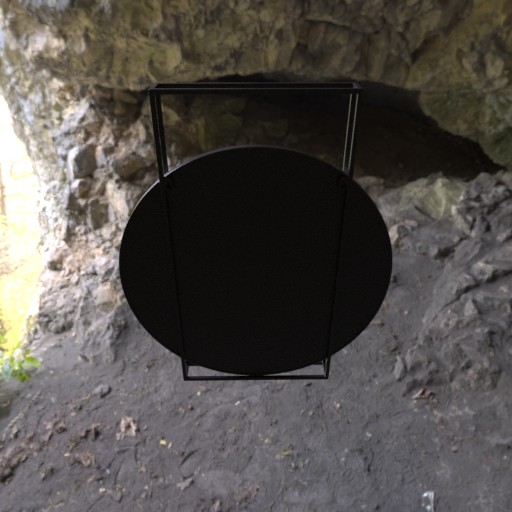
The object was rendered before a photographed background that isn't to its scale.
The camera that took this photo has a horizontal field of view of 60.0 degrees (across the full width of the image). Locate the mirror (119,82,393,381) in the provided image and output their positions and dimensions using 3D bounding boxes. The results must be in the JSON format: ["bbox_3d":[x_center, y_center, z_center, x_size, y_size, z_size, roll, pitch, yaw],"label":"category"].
[{"bbox_3d":[0.000,0.000,0.827,0.508,0.603,0.051,0,32,-1],"label":"mirror"}]
